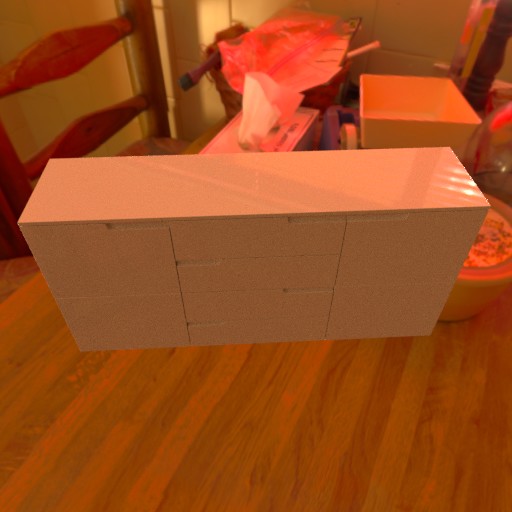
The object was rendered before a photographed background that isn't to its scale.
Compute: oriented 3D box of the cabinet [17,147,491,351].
[{"bbox_3d":[0.000,0.000,1.965,1.650,0.800,0.400,-2,45,-2],"label":"cabinet"}]
